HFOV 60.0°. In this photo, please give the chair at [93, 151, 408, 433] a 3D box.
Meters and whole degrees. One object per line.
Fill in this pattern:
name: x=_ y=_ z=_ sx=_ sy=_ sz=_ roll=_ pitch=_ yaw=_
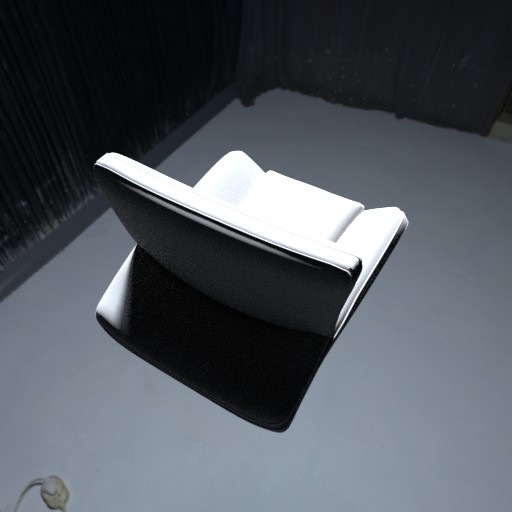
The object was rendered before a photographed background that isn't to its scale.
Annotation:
chair: x=0.000 y=0.000 z=1.634 sx=0.859 sy=0.855 sz=1.008 roll=24 pitch=53 yaw=20
